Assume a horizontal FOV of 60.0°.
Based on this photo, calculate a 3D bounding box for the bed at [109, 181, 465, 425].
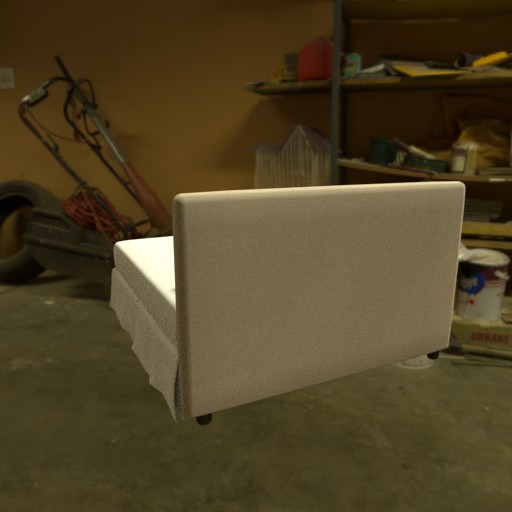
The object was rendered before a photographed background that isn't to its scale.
[{"bbox_3d":[0.000,0.000,3.706,2.119,1.317,2.319,-7,15,-26],"label":"bed"}]
